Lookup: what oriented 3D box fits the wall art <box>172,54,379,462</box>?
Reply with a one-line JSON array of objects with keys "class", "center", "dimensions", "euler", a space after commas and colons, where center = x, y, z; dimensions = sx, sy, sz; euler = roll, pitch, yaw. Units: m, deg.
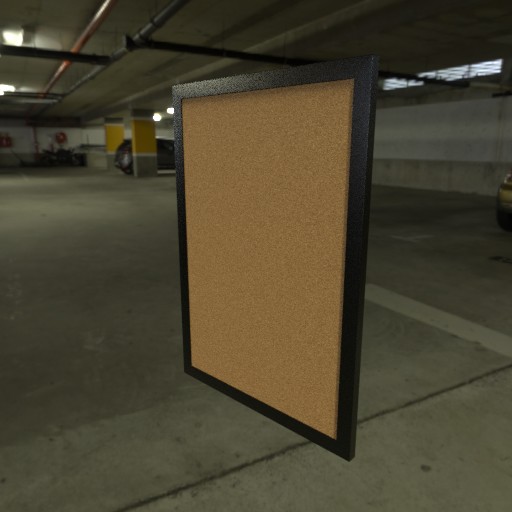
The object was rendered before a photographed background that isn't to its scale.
[{"class": "wall art", "center": [0.000, 0.000, 0.560], "dimensions": [0.304, 0.432, 0.013], "euler": [13, 18, 42]}]
